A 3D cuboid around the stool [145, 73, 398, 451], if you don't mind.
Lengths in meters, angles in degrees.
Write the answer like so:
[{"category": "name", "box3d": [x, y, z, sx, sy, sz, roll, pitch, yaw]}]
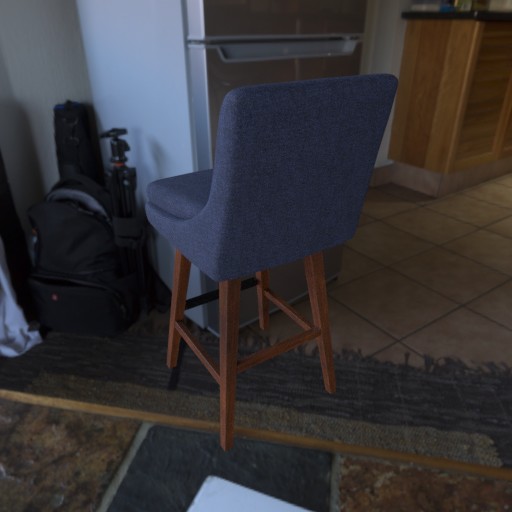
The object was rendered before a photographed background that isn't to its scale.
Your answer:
[{"category": "stool", "box3d": [0.000, 0.000, 1.354, 0.489, 1.068, 0.572, -17, 33, -28]}]
